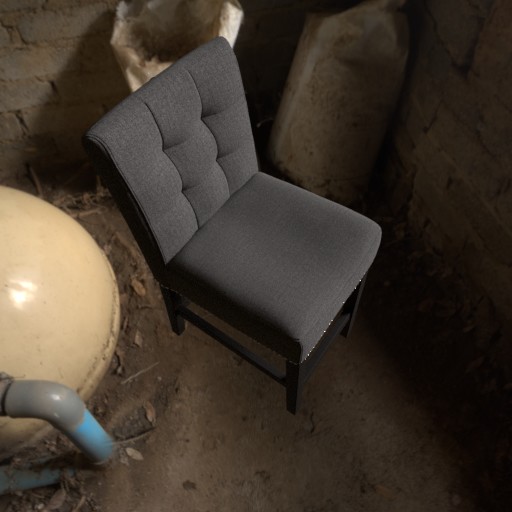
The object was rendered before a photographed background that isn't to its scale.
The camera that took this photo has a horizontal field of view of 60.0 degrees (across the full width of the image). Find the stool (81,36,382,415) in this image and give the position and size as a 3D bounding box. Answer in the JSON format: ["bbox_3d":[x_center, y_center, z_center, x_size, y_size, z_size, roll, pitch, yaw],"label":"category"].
[{"bbox_3d":[0.000,0.000,1.200,0.571,0.885,0.427,31,62,19],"label":"stool"}]
